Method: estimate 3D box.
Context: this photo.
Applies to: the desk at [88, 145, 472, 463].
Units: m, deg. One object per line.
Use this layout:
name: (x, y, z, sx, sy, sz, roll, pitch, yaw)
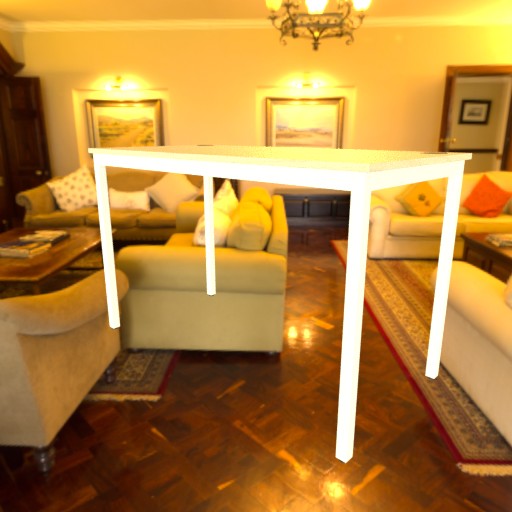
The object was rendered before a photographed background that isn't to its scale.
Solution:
desk: (0.000, 0.000, 1.604, 1.200, 0.750, 0.600, 14, 21, 42)
